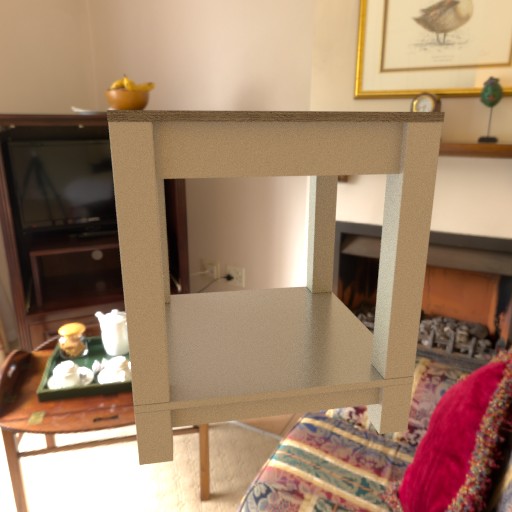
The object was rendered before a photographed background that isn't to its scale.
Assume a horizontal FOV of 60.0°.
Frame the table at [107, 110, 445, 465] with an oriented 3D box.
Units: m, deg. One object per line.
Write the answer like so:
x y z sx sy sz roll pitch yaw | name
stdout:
0.000 0.000 0.968 0.506 0.587 0.504 -3 17 -10 | table
